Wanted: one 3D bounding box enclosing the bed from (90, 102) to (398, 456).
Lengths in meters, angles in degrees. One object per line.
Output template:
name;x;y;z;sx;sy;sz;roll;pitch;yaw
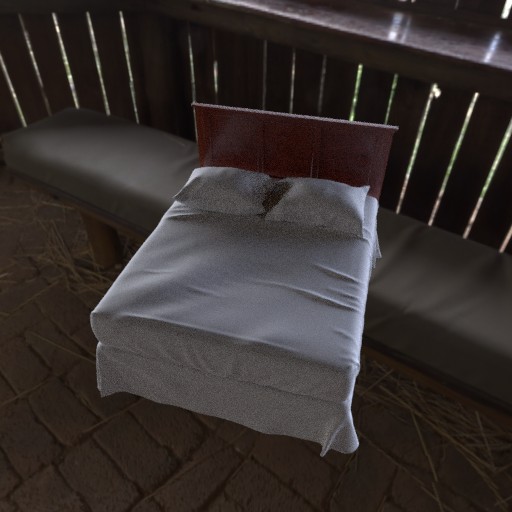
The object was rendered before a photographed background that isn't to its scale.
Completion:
bed;0.000;0.000;3.193;1.870;1.270;2.050;11;43;12
